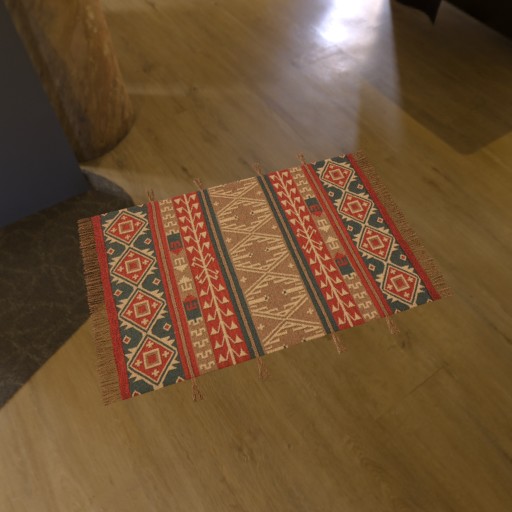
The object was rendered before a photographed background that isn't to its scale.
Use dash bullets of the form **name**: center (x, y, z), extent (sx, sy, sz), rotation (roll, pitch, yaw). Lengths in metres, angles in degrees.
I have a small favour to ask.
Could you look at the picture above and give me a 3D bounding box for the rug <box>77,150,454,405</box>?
- **rug**: center (0.000, 0.000, 2.686), extent (2.025, 0.040, 1.469), rotation (-15, 58, -10)
